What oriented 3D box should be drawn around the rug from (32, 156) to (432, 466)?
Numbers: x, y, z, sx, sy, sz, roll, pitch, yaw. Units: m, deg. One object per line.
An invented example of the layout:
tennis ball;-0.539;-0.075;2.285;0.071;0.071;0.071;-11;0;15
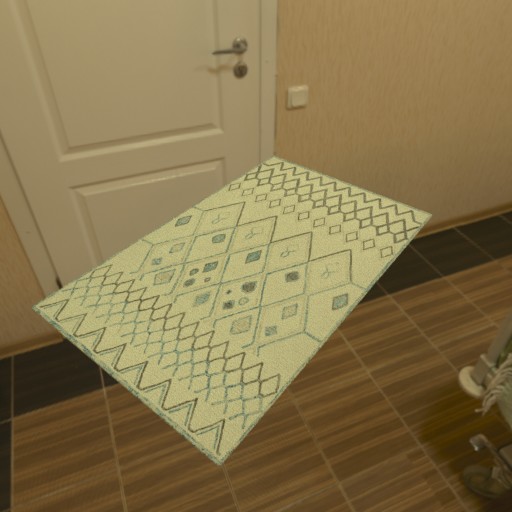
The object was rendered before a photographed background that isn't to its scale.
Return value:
rug;0.000;0.000;3.033;1.524;0.015;2.439;27;47;28
